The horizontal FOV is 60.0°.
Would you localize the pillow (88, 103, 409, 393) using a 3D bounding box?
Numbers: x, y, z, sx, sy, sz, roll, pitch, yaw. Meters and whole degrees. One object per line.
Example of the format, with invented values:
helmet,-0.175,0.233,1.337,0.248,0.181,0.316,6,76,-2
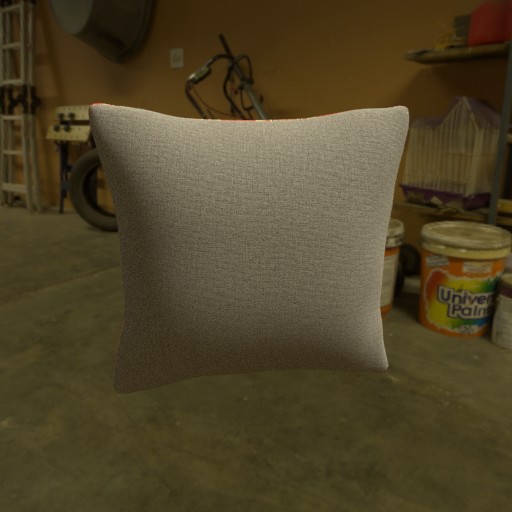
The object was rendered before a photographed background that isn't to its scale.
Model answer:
pillow,0.000,0.000,0.645,0.437,0.419,0.136,-2,17,-8
